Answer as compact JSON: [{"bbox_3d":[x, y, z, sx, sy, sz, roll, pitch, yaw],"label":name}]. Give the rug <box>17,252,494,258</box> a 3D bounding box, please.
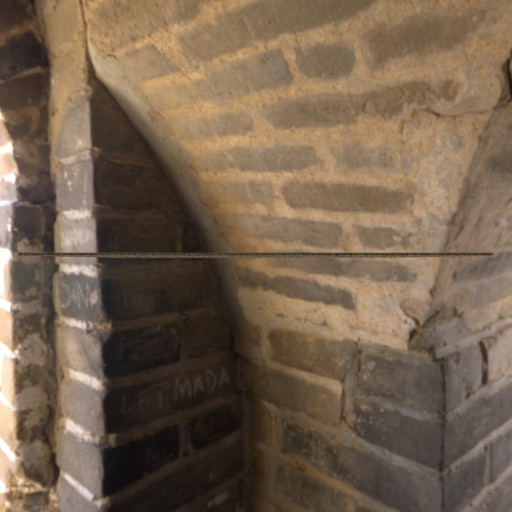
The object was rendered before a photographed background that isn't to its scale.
[{"bbox_3d":[0.000,0.000,2.851,2.263,0.017,1.523,0,-1,0],"label":"rug"}]
